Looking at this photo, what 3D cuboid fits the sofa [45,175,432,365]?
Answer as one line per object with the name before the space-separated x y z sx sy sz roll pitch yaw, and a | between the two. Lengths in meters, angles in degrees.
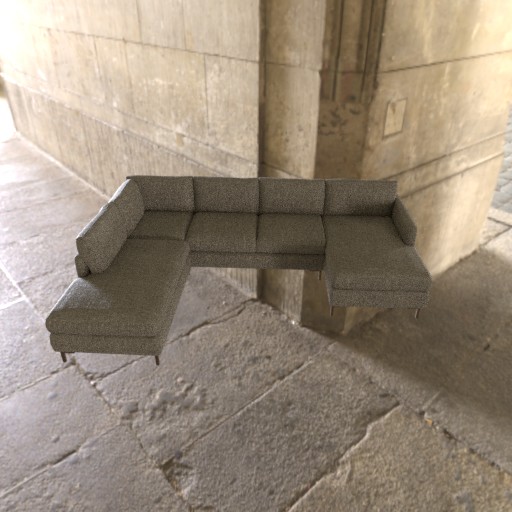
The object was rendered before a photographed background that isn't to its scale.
sofa | 0.000 0.000 3.663 2.737 0.756 1.879 2 31 3
